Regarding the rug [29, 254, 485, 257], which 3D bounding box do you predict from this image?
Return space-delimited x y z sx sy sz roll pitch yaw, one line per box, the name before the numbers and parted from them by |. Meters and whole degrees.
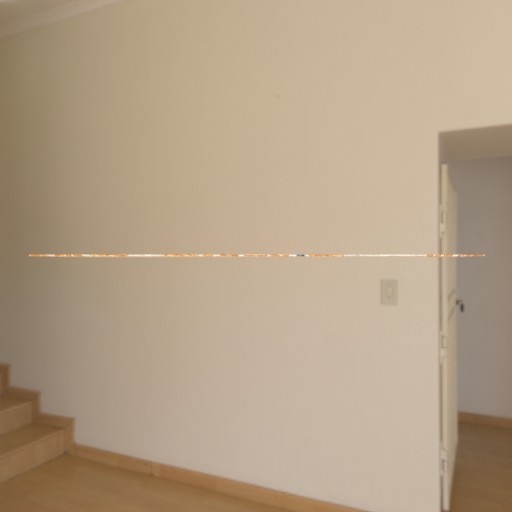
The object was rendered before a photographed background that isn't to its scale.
rug | 0.000 0.000 2.733 2.437 0.010 0.783 0 -1 0
